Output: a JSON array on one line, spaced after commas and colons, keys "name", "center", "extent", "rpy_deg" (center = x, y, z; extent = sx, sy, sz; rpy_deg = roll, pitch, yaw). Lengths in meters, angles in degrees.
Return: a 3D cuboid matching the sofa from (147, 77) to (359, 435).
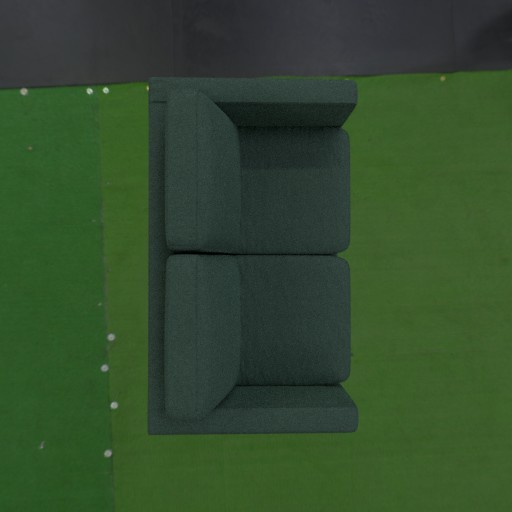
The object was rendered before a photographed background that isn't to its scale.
[{"name": "sofa", "center": [0.000, 0.000, 2.009], "extent": [0.879, 0.899, 1.430], "rpy_deg": [0, 89, -1]}]
